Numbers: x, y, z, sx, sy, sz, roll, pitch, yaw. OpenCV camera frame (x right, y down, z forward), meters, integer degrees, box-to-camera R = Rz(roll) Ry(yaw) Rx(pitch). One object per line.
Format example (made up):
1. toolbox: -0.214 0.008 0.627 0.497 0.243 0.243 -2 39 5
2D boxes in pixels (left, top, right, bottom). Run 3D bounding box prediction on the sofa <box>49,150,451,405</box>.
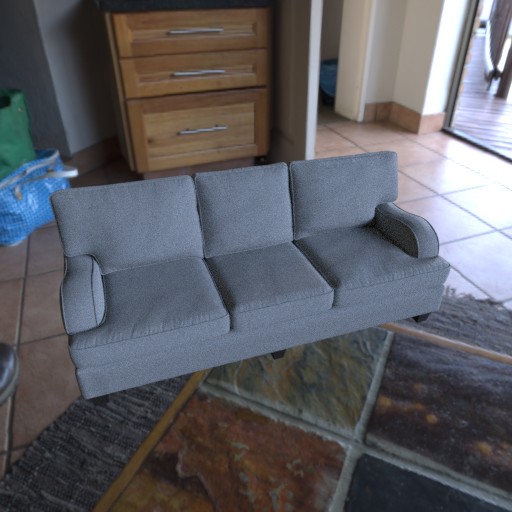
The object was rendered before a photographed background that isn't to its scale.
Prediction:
1. sofa: 0.000 0.000 2.856 2.323 0.997 1.016 -11 34 -16
